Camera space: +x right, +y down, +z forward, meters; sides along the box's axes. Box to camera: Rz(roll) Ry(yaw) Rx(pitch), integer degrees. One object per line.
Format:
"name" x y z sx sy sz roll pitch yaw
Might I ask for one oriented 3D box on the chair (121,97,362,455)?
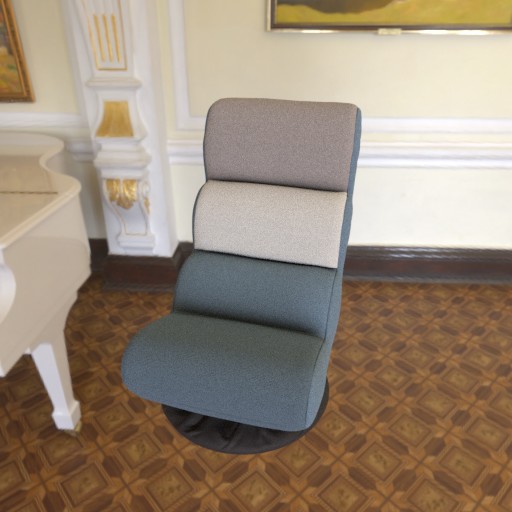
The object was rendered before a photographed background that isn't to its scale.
"chair" 0.000 0.000 1.059 0.420 0.641 0.661 7 28 14
